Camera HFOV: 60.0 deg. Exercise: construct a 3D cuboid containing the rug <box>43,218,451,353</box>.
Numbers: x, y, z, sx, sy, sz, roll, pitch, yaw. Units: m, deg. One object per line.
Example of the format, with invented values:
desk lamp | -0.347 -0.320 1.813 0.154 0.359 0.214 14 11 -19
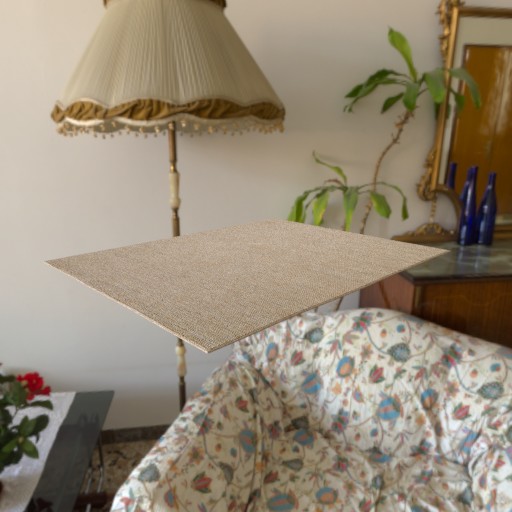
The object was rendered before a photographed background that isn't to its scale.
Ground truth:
rug | 0.000 0.000 4.194 3.034 0.012 2.406 -15 21 -42
